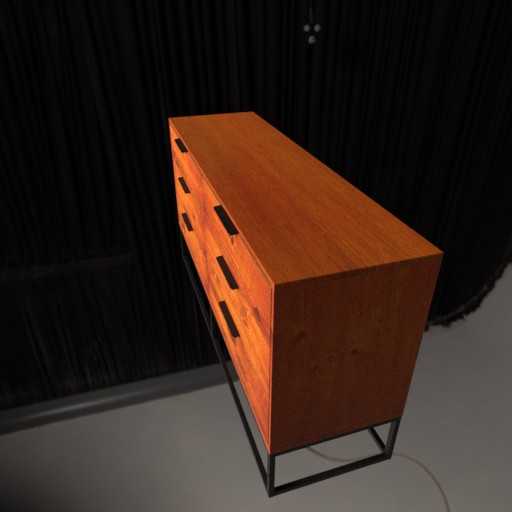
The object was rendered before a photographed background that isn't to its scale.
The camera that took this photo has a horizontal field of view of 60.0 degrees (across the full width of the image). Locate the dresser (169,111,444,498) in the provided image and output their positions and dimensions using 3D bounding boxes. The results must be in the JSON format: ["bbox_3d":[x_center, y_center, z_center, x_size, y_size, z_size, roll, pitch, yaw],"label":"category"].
[{"bbox_3d":[0.000,0.000,1.853,0.464,0.810,1.536,-9,32,-15],"label":"dresser"}]
